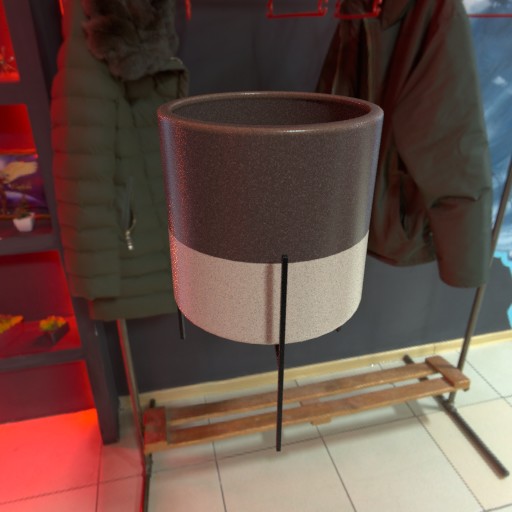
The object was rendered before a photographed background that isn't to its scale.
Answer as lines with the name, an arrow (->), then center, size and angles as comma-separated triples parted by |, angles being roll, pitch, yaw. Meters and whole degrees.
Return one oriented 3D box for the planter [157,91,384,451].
planter -> 0.000, 0.000, 0.543 | 0.260, 0.353, 0.250 | 9, 29, 17
